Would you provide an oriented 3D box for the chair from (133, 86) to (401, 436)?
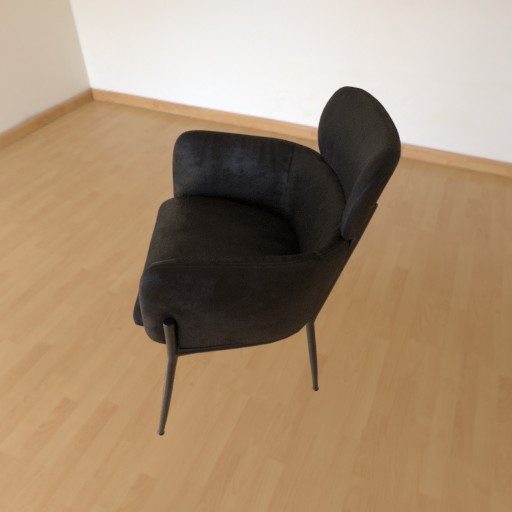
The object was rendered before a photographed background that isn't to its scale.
[{"bbox_3d":[0.000,0.000,1.235,0.604,0.818,0.640,-1,41,-1],"label":"chair"}]
